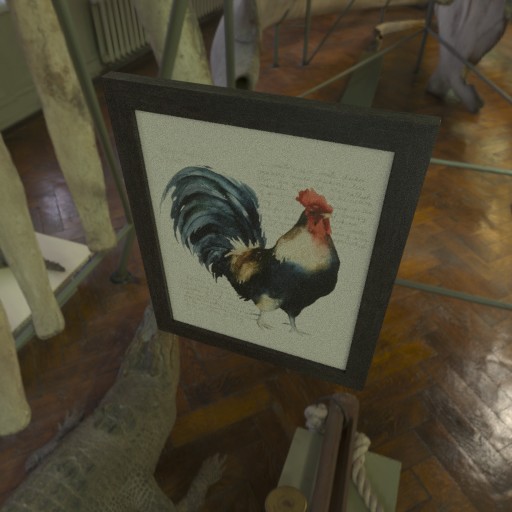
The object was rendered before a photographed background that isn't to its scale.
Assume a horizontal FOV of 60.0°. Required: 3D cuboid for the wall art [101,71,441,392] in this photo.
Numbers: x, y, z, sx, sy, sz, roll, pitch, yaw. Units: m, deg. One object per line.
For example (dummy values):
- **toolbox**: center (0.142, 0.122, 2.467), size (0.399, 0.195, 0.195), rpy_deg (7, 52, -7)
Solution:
- **wall art**: center (0.000, 0.000, 0.793), size (0.479, 0.580, 0.027), rpy_deg (14, 43, 15)
